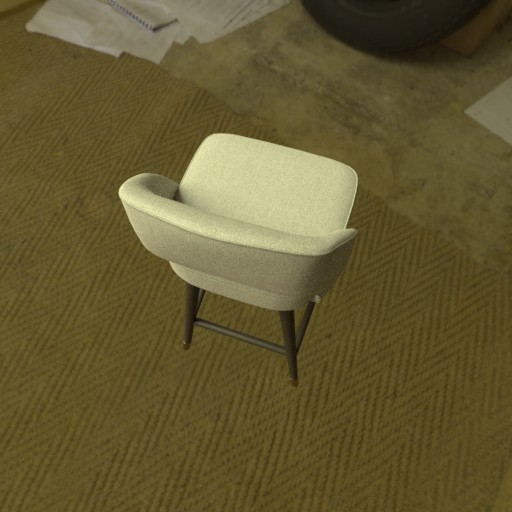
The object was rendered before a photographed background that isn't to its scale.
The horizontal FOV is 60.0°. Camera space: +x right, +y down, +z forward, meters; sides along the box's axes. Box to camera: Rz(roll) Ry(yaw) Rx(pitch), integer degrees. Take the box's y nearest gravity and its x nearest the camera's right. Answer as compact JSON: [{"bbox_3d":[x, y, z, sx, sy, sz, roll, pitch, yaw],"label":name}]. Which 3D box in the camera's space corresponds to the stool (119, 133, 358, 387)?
[{"bbox_3d":[0.000,0.000,1.272,0.494,1.037,0.509,17,63,9],"label":"stool"}]
